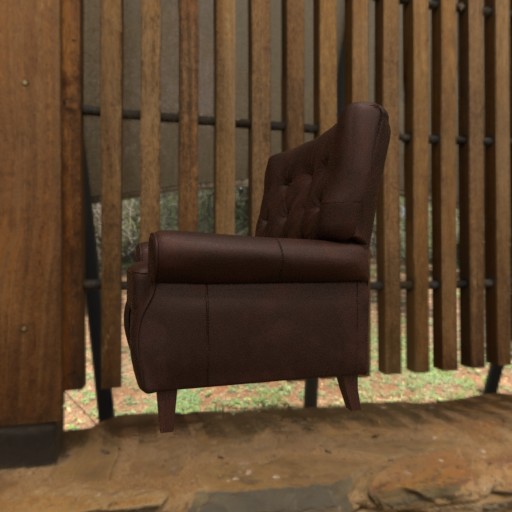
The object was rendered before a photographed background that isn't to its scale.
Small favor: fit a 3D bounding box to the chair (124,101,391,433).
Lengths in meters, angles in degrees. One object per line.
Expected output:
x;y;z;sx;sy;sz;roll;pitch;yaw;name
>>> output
0.000;0.000;1.888;1.058;1.158;0.948;0;-1;-18;chair
